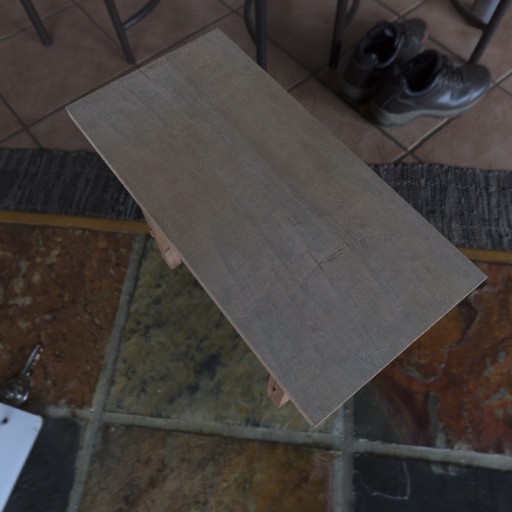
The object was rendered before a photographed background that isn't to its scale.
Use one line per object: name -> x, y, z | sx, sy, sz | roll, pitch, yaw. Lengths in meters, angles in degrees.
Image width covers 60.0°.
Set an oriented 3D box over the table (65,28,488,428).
table -> 0.000, 0.000, 1.603 | 0.556, 0.914, 1.119 | -35, 70, -15
